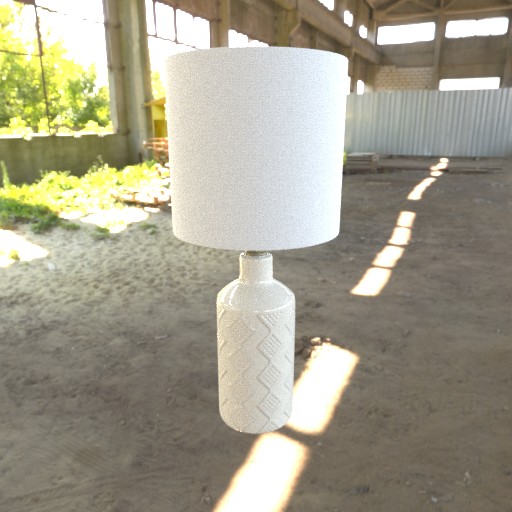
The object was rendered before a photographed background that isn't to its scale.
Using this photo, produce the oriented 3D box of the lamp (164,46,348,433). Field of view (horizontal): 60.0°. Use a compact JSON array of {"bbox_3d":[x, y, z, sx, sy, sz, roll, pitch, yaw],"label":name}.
[{"bbox_3d":[0.000,0.000,0.570,0.207,0.461,0.207,-2,16,-8],"label":"lamp"}]
